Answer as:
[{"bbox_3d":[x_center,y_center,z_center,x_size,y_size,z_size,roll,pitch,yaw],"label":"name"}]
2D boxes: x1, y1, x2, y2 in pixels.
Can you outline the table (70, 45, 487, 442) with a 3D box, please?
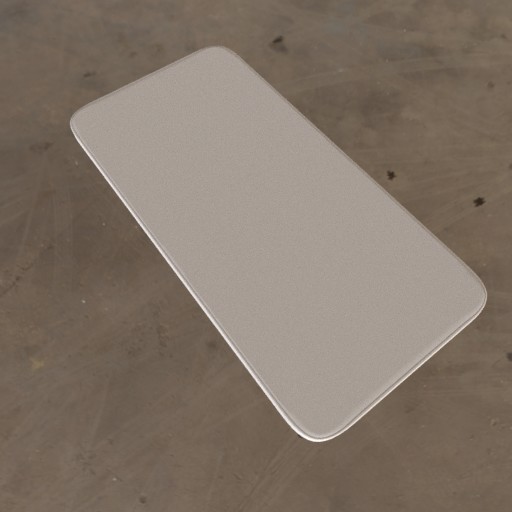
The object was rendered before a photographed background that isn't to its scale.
[{"bbox_3d":[0.000,0.000,1.567,0.610,0.729,1.219,-34,67,-16],"label":"table"}]
